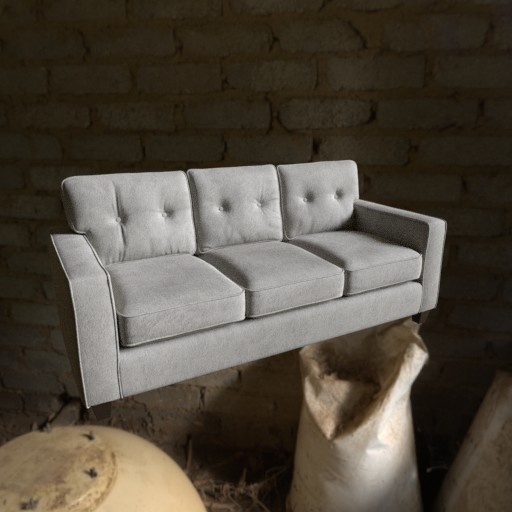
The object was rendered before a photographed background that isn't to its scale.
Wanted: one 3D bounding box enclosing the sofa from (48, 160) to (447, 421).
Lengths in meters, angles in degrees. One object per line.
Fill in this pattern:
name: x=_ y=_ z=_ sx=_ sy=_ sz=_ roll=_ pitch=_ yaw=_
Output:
sofa: x=0.000 y=0.000 z=2.573 sx=2.133 sy=0.965 sz=0.939 roll=-9 pitch=20 yaw=-27
